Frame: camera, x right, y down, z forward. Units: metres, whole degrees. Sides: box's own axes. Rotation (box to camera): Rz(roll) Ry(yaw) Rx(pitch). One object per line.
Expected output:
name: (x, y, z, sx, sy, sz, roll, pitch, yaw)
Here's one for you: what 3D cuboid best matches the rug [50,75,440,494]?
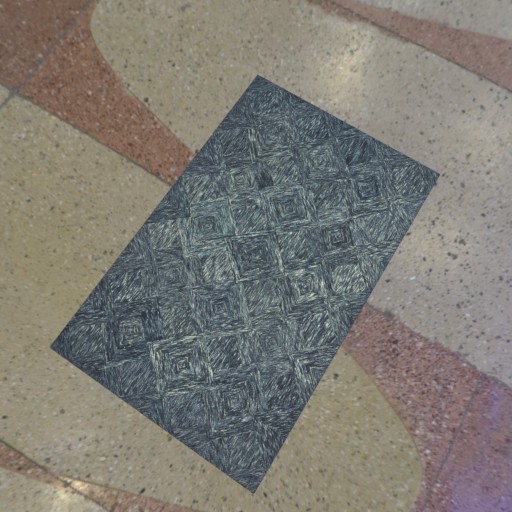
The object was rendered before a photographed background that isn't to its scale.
rug: (0.000, 0.000, 2.849, 1.478, 0.017, 2.330, 32, 76, 9)
